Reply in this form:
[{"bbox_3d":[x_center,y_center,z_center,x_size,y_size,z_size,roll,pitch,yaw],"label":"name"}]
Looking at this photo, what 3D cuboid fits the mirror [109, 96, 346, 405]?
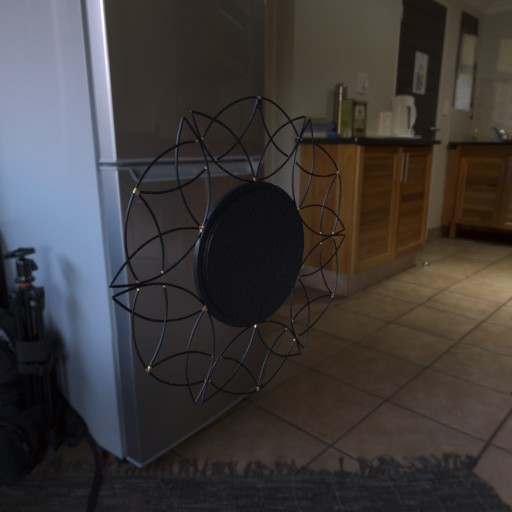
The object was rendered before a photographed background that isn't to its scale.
[{"bbox_3d":[0.000,0.000,1.138,0.797,0.775,0.028,-14,20,-42],"label":"mirror"}]
